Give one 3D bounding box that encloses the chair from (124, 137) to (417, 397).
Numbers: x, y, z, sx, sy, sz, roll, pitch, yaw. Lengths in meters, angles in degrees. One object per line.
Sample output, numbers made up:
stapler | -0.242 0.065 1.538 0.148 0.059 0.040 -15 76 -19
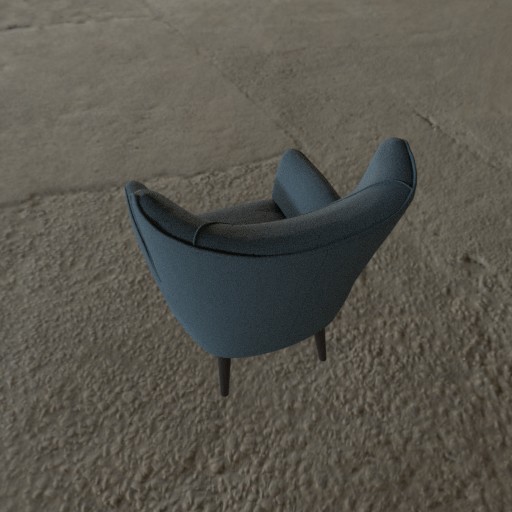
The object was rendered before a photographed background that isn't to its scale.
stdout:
chair | 0.000 0.000 1.580 0.781 0.933 0.888 -15 44 -16
